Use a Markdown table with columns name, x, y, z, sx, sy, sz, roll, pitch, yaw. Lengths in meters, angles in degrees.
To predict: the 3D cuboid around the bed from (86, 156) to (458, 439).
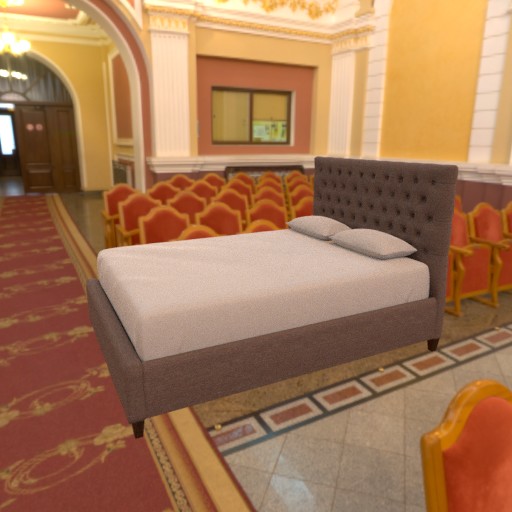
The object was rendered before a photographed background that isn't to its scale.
| name | x | y | z | sx | sy | sz | roll | pitch | yaw |
| --- | --- | --- | --- | --- | --- | --- | --- | --- | --- |
| bed | 0.000 | 0.000 | 3.473 | 2.387 | 1.427 | 1.698 | -7 | 17 | -26 |
